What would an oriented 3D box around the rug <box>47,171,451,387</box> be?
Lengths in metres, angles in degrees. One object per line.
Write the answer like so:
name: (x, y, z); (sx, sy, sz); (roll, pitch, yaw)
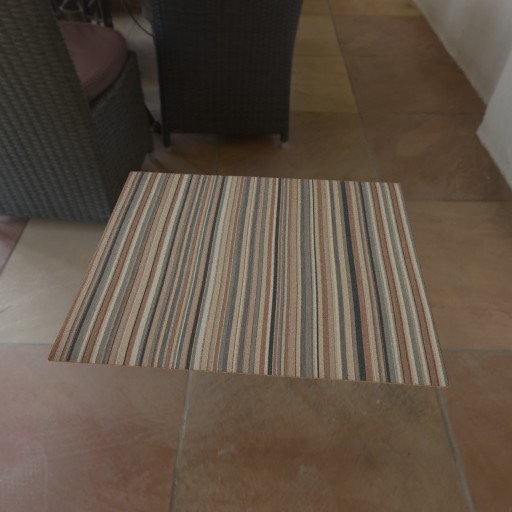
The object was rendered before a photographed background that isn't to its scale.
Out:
rug: (0.000, 0.000, 4.151); (3.045, 0.011, 2.436); (3, 47, 3)
